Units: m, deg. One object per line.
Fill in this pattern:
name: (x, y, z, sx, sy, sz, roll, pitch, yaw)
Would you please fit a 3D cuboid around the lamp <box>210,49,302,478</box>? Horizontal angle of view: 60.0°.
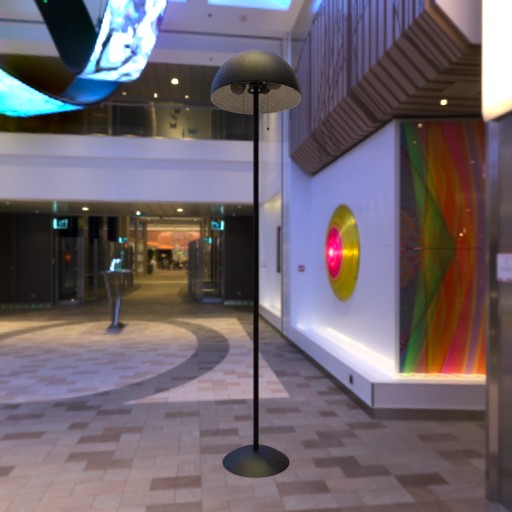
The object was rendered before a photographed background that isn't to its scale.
lamp: (0.000, 0.000, 1.601, 0.328, 1.480, 0.328, 0, 0, 36)
